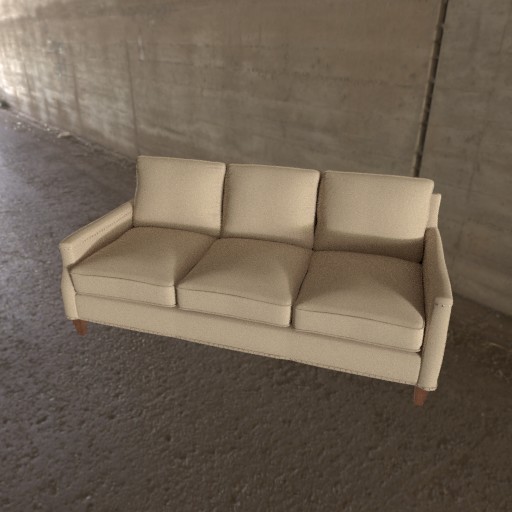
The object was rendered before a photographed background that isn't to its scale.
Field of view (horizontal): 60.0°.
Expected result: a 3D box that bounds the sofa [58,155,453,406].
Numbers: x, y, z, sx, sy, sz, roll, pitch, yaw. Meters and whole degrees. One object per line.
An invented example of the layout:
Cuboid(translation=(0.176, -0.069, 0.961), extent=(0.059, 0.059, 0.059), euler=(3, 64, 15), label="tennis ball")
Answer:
Cuboid(translation=(0.000, 0.000, 2.833), extent=(2.246, 1.003, 1.084), euler=(8, 27, 15), label="sofa")
